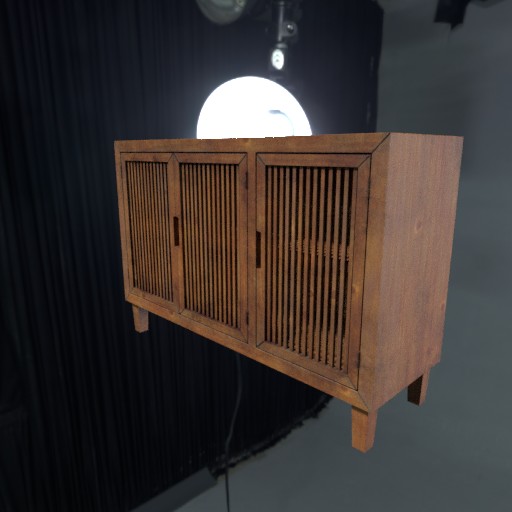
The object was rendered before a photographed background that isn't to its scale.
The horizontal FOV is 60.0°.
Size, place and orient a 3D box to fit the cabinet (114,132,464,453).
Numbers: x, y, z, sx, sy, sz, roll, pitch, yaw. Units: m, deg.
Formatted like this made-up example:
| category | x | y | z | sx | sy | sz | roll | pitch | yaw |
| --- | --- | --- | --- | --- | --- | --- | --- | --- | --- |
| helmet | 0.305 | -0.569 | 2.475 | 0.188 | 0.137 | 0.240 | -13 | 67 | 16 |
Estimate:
| category | x | y | z | sx | sy | sz | roll | pitch | yaw |
| --- | --- | --- | --- | --- | --- | --- | --- | --- | --- |
| cabinet | 0.000 | 0.000 | 1.580 | 0.403 | 0.805 | 1.204 | -13 | 19 | -43 |
